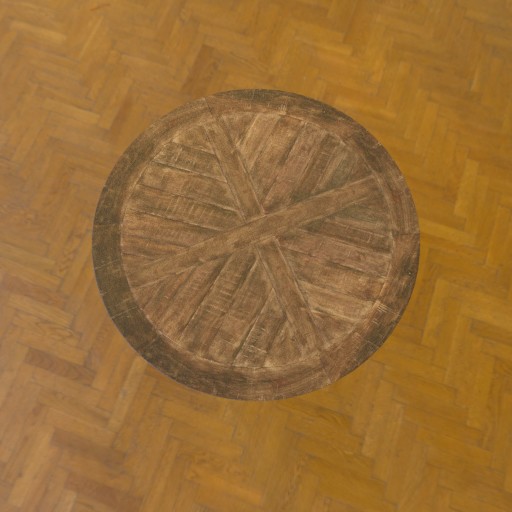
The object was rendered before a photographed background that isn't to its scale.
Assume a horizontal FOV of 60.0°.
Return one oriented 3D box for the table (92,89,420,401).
[{"bbox_3d":[0.000,0.000,2.077,1.264,0.762,1.264,0,74,0],"label":"table"}]
